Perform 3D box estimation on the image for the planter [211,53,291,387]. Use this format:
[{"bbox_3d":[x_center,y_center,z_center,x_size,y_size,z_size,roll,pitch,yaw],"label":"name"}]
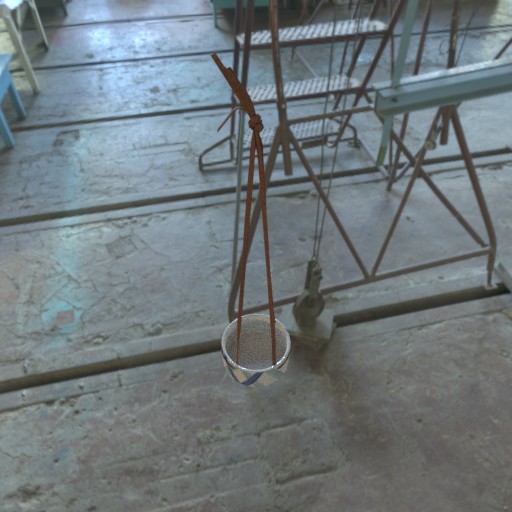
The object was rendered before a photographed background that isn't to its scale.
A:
[{"bbox_3d":[0.000,0.000,0.833,0.166,0.751,0.166,24,50,21],"label":"planter"}]
